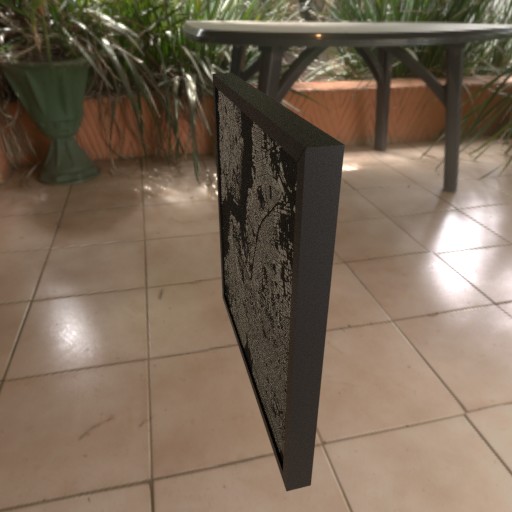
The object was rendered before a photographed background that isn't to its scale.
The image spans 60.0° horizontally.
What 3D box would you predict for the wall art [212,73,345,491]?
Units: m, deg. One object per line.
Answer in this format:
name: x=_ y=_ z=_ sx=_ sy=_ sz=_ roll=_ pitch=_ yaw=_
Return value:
wall art: x=0.000 y=0.000 z=0.738 sx=0.038 sy=0.506 sz=0.506 roll=-7 pitch=30 yaw=-12
